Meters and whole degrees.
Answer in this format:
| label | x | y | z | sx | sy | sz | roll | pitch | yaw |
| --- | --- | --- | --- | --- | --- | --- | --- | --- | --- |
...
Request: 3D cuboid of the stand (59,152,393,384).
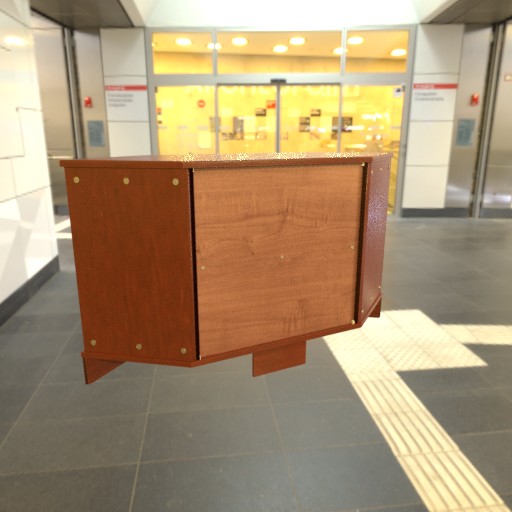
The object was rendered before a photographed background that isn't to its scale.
| label | x | y | z | sx | sy | sz | roll | pitch | yaw |
| --- | --- | --- | --- | --- | --- | --- | --- | --- | --- |
| stand | 0.000 | 0.000 | 1.389 | 1.072 | 0.614 | 0.381 | -7 | 17 | -26 |
